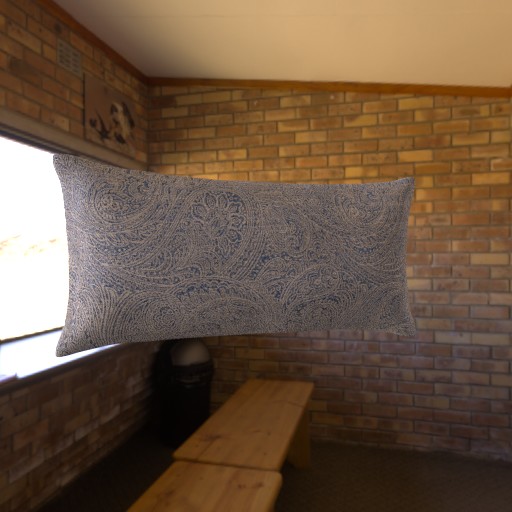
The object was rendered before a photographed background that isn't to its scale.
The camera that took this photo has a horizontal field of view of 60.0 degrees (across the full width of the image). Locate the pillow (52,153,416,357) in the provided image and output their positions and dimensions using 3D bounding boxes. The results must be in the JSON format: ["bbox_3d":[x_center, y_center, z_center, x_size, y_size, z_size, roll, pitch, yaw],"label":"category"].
[{"bbox_3d":[0.000,0.000,0.731,0.615,0.295,0.151,0,0,-17],"label":"pillow"}]
